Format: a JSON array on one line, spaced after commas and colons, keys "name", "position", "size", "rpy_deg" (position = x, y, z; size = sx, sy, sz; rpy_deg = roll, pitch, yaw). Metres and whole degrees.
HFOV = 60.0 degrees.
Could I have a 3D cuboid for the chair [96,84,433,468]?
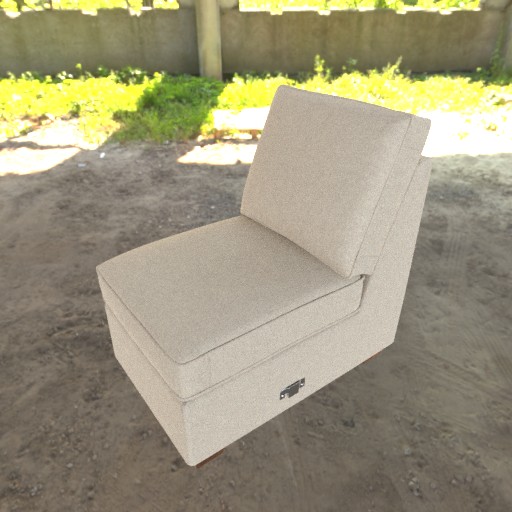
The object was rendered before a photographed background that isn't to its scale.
[{"name": "chair", "position": [0.000, 0.000, 1.502], "size": [0.938, 0.970, 0.621], "rpy_deg": [-21, 36, -31]}]
